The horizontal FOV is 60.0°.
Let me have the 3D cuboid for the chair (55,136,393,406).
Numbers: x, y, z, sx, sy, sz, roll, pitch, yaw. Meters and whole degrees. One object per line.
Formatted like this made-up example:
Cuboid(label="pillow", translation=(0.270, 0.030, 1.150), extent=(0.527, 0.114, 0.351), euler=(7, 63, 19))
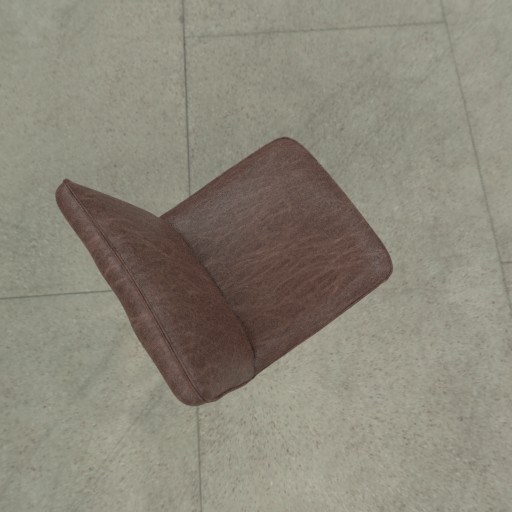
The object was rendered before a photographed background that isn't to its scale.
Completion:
Cuboid(label="chair", translation=(0.000, 0.000, 1.184), extent=(0.645, 0.803, 0.543), euler=(-39, 78, -10))
